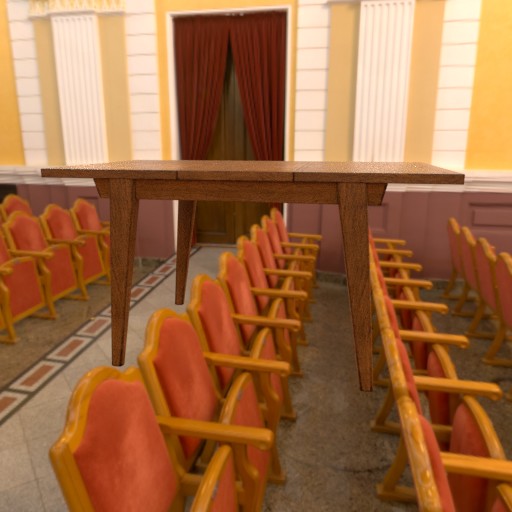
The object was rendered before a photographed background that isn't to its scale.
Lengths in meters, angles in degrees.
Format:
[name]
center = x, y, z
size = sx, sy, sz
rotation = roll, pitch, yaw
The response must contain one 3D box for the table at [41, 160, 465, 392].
[table]
center = 0.000, 0.000, 1.888
size = 1.400, 0.760, 0.757
rotation = 3, 15, 11
